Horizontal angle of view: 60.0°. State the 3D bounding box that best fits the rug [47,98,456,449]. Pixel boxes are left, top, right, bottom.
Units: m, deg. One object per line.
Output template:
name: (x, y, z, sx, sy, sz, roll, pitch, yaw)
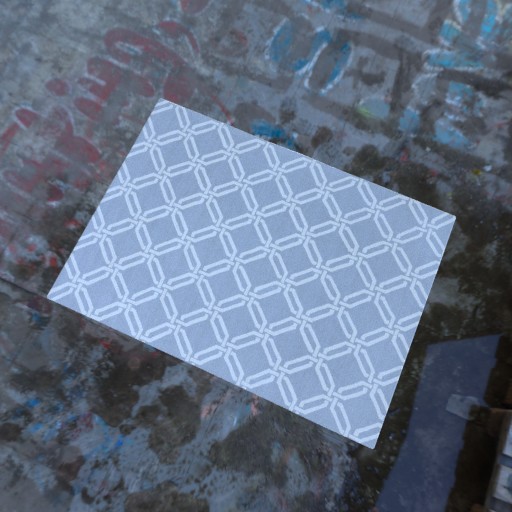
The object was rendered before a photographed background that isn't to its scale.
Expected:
rug: (0.000, 0.000, 2.774, 2.133, 0.013, 1.522, 23, 77, 6)
